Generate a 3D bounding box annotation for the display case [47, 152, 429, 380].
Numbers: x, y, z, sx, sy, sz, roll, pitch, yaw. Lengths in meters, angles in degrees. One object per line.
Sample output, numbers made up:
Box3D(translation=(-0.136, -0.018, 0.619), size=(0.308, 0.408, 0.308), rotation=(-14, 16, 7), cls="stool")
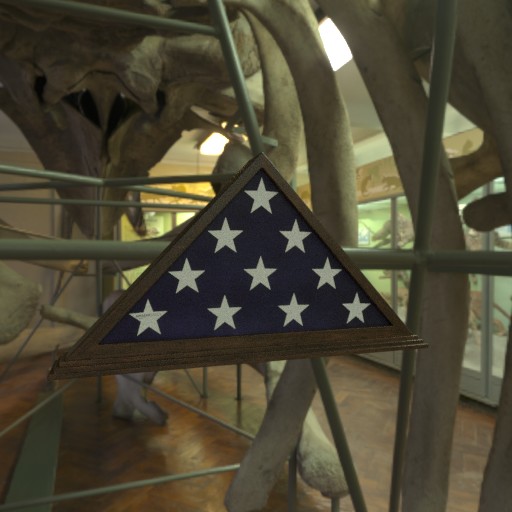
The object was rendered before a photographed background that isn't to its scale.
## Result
Box3D(translation=(0.000, 0.000, 0.757), size=(0.640, 0.340, 0.095), rotation=(0, 1, -19), cls="display case")
